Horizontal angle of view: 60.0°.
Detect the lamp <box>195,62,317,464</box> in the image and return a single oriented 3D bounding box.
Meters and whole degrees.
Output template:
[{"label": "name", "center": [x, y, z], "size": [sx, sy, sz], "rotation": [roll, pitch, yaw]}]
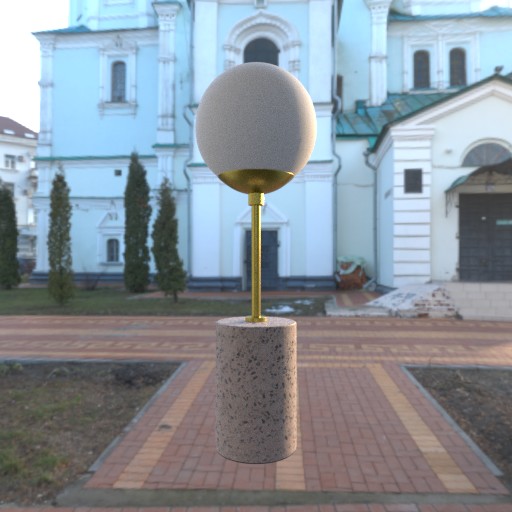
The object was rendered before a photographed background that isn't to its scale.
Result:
[{"label": "lamp", "center": [0.000, 0.000, 0.563], "size": [0.153, 0.480, 0.153], "rotation": [0, -1, 0]}]
